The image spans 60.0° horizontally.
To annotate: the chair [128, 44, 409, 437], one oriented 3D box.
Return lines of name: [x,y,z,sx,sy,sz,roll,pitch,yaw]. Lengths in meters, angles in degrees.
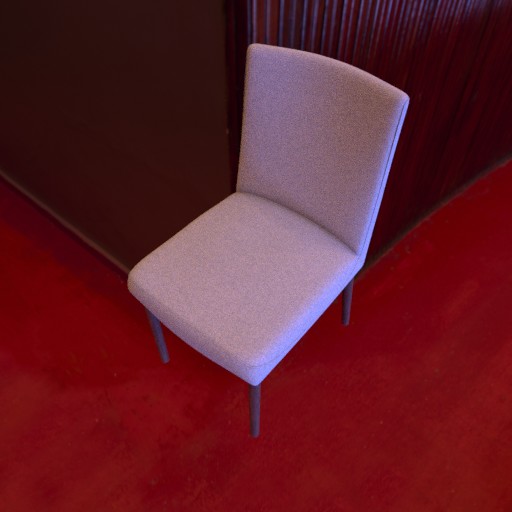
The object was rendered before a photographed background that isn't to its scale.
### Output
chair: [0.000,0.000,1.173,0.456,0.859,0.570,31,54,26]
